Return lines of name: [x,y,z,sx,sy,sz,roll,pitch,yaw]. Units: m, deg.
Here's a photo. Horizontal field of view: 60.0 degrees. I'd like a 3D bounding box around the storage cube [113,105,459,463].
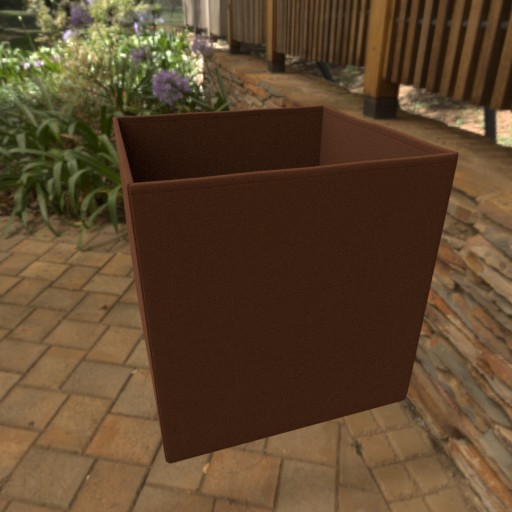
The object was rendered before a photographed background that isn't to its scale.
storage cube: [0.000,0.000,0.502,0.270,0.280,0.270,-9,29,-16]
